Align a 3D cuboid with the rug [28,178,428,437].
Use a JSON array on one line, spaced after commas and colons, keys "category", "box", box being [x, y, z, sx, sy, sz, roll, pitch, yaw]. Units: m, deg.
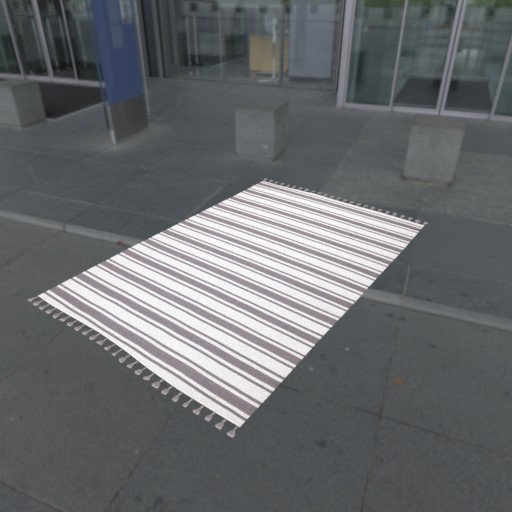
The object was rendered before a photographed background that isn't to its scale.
[{"category": "rug", "box": [0.000, 0.000, 3.037, 1.563, 0.014, 2.425, 21, 37, 31]}]
